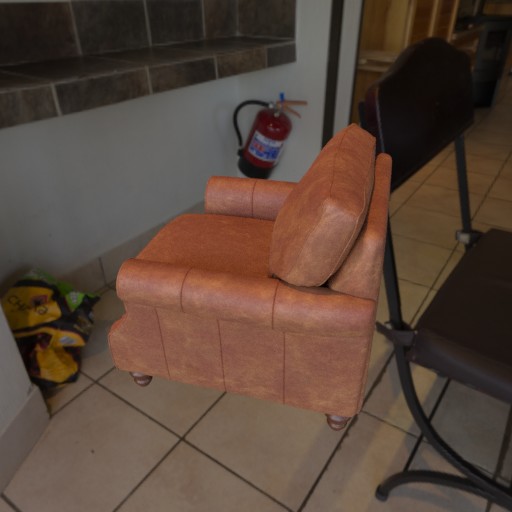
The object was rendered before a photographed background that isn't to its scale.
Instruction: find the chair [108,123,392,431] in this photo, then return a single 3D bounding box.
[{"bbox_3d":[0.000,0.000,1.815,0.986,0.962,0.983,8,32,13],"label":"chair"}]
